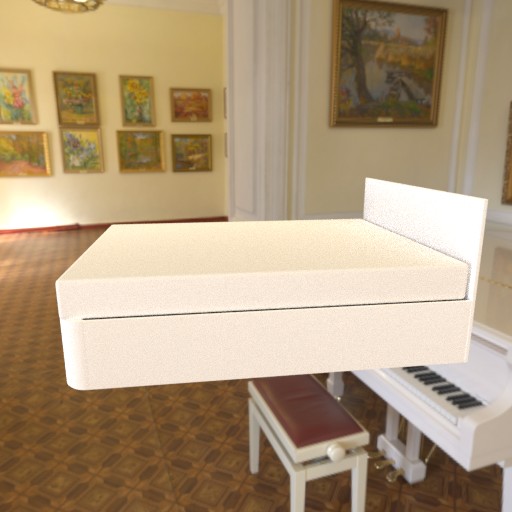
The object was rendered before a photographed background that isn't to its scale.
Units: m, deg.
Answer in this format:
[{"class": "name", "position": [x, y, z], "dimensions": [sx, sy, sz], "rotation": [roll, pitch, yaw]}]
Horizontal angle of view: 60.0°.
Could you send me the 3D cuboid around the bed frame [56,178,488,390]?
[{"class": "bed frame", "position": [0.000, 0.000, 2.622], "dimensions": [1.900, 0.800, 1.400], "rotation": [-2, 14, -8]}]
